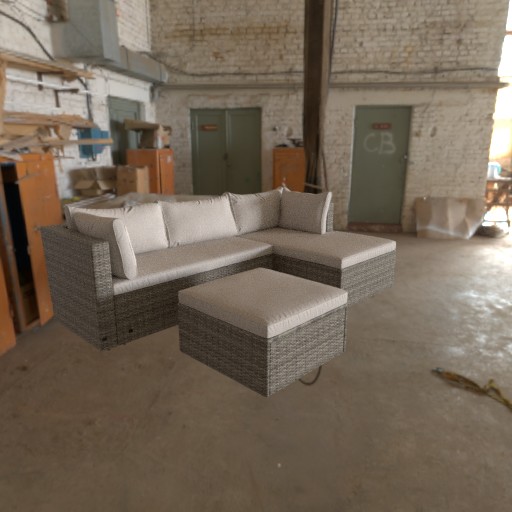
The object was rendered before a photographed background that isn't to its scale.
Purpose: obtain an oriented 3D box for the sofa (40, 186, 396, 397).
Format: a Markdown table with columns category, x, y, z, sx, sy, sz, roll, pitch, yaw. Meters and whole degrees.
| category | x | y | z | sx | sy | sz | roll | pitch | yaw |
| --- | --- | --- | --- | --- | --- | --- | --- | --- | --- |
| sofa | 0.000 | 0.000 | 3.039 | 1.662 | 0.766 | 2.192 | 14 | 20 | 42 |
